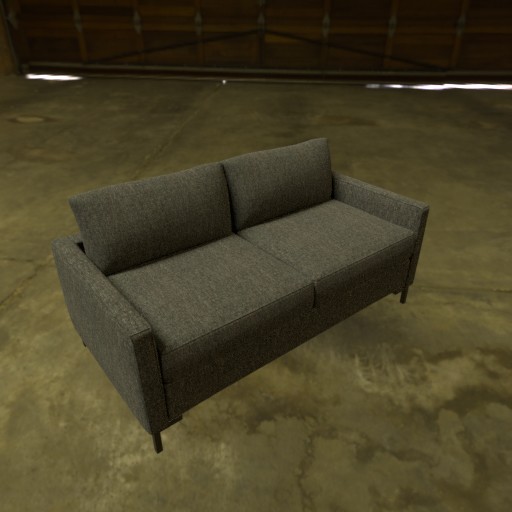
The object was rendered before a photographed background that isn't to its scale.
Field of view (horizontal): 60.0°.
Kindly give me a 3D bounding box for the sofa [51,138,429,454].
[{"bbox_3d":[0.000,0.000,2.245,1.716,0.862,0.866,-22,36,-33],"label":"sofa"}]
